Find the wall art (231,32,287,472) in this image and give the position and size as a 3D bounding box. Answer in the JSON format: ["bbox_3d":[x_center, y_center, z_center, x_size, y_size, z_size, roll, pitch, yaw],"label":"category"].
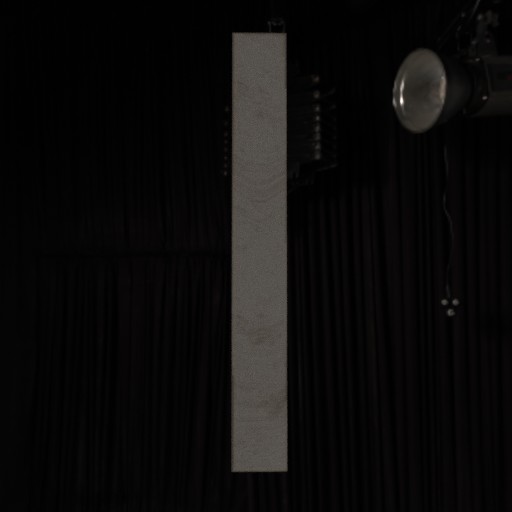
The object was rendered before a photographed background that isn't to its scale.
[{"bbox_3d":[0.000,0.000,0.458,0.038,0.303,0.305,0,-2,-1],"label":"wall art"}]
